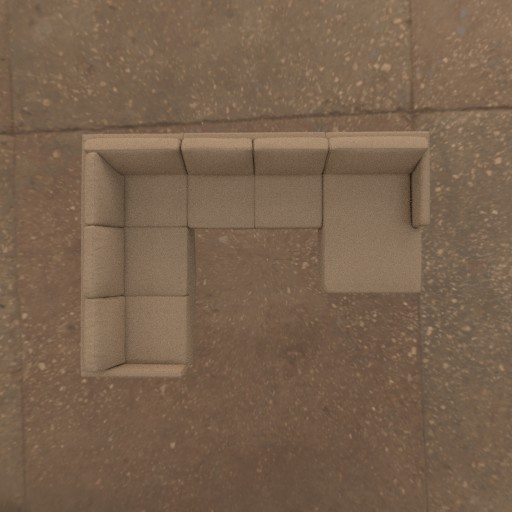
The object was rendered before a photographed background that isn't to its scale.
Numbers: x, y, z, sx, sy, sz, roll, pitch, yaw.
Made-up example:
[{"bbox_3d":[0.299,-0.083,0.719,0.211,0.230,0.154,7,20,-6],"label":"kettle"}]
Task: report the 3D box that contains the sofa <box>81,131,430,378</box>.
[{"bbox_3d":[0.000,0.000,4.594,3.460,0.882,2.427,0,90,1],"label":"sofa"}]
